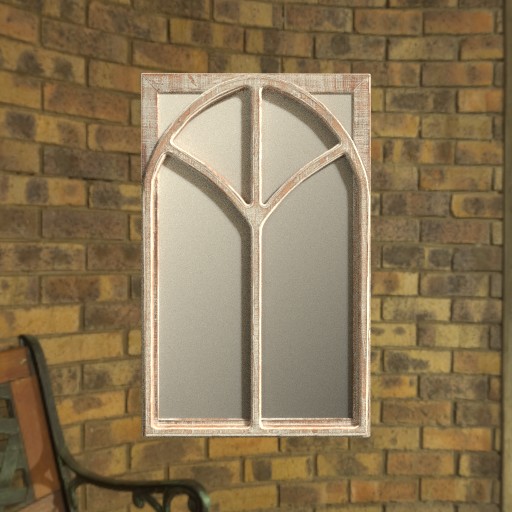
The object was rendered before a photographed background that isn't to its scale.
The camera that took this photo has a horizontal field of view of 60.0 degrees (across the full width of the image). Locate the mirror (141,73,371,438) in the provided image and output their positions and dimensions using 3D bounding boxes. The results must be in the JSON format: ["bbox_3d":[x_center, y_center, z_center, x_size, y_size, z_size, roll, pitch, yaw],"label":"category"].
[{"bbox_3d":[0.000,0.000,0.959,0.495,0.787,0.058,0,0,0],"label":"mirror"}]
